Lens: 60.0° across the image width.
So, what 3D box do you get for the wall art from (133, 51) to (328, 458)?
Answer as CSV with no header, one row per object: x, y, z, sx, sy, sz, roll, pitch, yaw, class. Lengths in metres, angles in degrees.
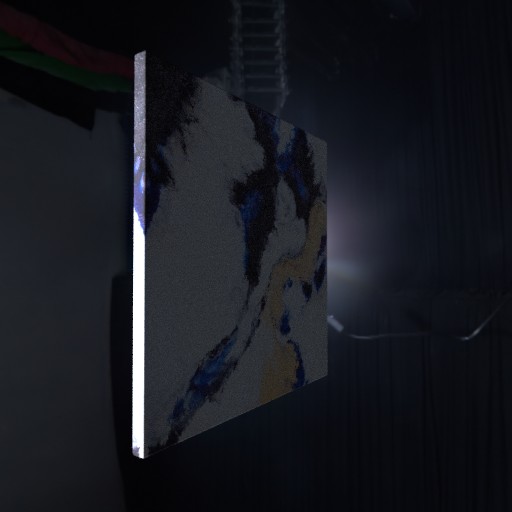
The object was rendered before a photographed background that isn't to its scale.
0.000,0.000,1.330,0.038,0.885,0.887,-1,-1,35,wall art
